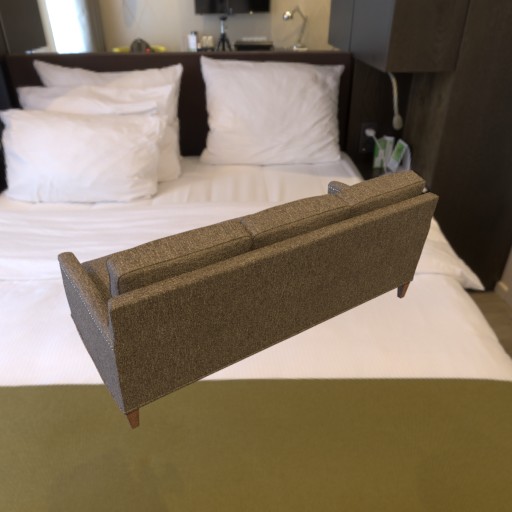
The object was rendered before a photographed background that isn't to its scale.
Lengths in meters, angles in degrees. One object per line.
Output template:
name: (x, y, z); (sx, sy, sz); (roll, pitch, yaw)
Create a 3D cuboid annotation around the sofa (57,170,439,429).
sofa: (0.000, 0.000, 2.903); (2.246, 1.003, 1.084); (-19, 35, -29)
